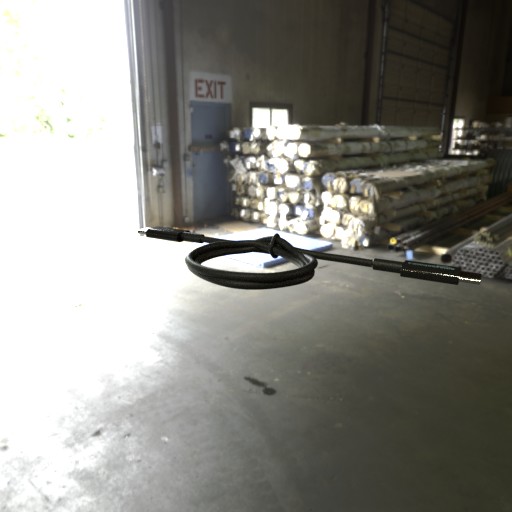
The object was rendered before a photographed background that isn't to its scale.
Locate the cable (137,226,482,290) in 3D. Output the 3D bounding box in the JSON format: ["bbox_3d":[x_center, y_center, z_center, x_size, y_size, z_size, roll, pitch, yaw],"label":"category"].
[{"bbox_3d":[0.000,0.000,0.224,0.203,0.014,0.070,9,18,28],"label":"cable"}]
